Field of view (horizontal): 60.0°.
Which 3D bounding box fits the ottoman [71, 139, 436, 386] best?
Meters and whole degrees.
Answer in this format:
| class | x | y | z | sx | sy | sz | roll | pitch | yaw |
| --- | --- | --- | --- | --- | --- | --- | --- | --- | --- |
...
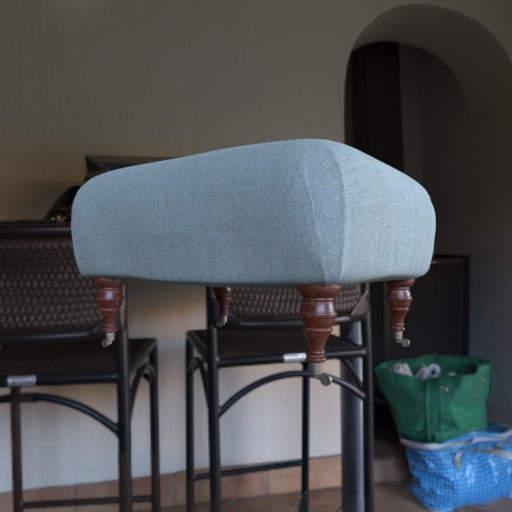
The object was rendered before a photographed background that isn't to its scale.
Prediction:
| class | x | y | z | sx | sy | sz | roll | pitch | yaw |
| --- | --- | --- | --- | --- | --- | --- | --- | --- | --- |
| ottoman | 0.000 | 0.000 | 1.111 | 0.747 | 0.450 | 0.622 | -1 | -1 | 36 |
